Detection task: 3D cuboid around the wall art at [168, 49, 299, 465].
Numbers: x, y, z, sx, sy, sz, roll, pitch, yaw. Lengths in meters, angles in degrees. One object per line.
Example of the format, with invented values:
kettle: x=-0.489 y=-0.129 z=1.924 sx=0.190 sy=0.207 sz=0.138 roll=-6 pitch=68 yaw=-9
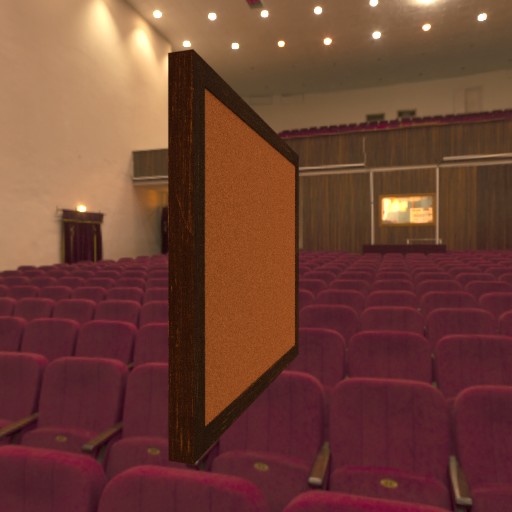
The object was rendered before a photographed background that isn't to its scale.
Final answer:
wall art: x=0.000 y=0.000 z=0.758 sx=0.032 sy=0.457 sz=0.558 roll=0 pitch=0 yaw=17
